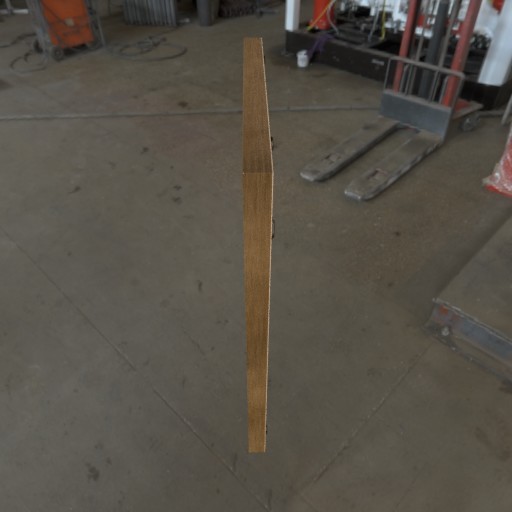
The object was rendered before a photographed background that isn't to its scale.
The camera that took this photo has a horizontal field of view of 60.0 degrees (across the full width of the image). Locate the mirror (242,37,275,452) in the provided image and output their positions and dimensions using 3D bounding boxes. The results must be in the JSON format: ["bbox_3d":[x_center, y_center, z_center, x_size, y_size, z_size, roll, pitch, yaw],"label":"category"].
[{"bbox_3d":[0.000,0.000,0.928,0.040,0.710,0.507,-1,42,-1],"label":"mirror"}]
